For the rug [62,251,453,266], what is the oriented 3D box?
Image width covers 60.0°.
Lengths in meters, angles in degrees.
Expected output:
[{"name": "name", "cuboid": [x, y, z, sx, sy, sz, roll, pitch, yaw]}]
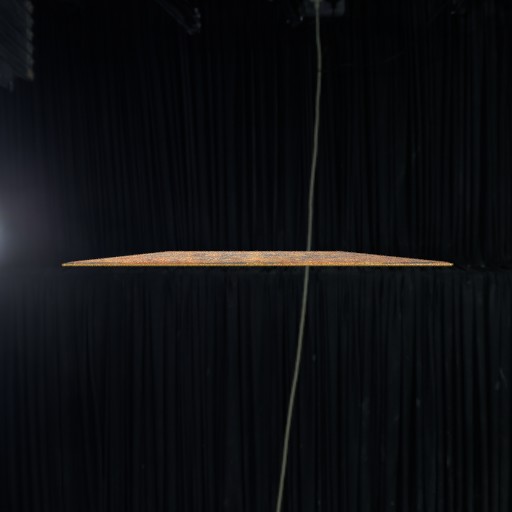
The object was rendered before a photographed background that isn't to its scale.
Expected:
[{"name": "rug", "cuboid": [0.000, 0.000, 3.763, 2.043, 0.019, 2.916, 0, 2, 0]}]
